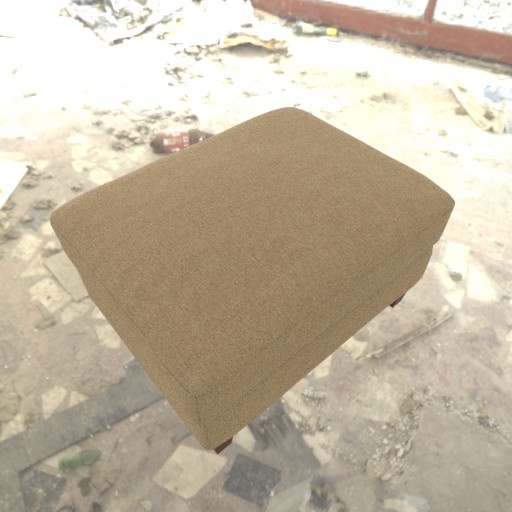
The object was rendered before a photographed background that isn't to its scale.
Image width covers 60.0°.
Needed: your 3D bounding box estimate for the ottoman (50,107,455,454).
[{"bbox_3d":[0.000,0.000,1.312,0.889,0.511,0.692,-32,55,-26],"label":"ottoman"}]
